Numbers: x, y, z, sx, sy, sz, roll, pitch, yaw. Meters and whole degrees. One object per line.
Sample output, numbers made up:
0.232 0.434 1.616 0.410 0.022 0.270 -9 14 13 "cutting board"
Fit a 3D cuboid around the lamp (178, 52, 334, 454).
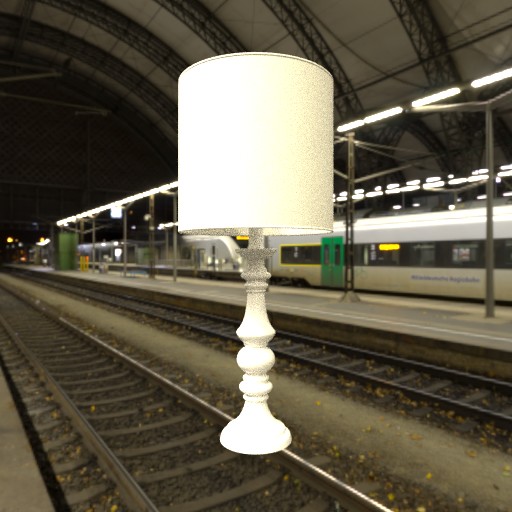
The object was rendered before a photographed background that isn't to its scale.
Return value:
0.000 0.000 0.726 0.250 0.597 0.250 0 0 35 "lamp"
